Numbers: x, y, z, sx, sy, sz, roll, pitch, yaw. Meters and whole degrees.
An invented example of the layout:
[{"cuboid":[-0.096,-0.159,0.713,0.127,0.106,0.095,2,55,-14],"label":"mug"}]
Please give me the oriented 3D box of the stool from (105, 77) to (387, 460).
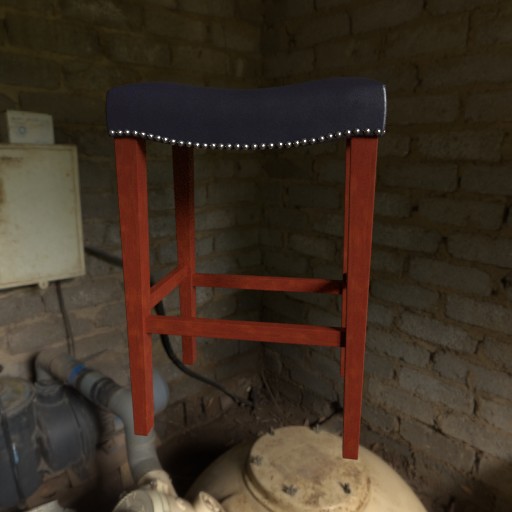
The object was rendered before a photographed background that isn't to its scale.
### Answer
[{"cuboid":[0.000,0.000,1.015,0.504,0.742,0.372,2,14,9],"label":"stool"}]
